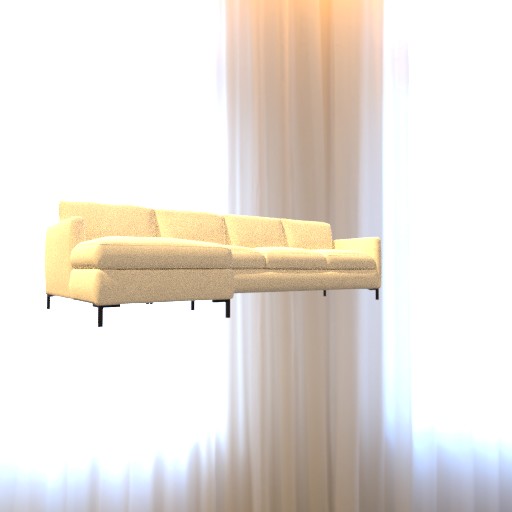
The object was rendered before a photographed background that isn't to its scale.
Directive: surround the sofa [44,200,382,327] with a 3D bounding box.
[{"bbox_3d":[0.000,0.000,3.872,3.186,0.875,1.467,1,-2,-36],"label":"sofa"}]
